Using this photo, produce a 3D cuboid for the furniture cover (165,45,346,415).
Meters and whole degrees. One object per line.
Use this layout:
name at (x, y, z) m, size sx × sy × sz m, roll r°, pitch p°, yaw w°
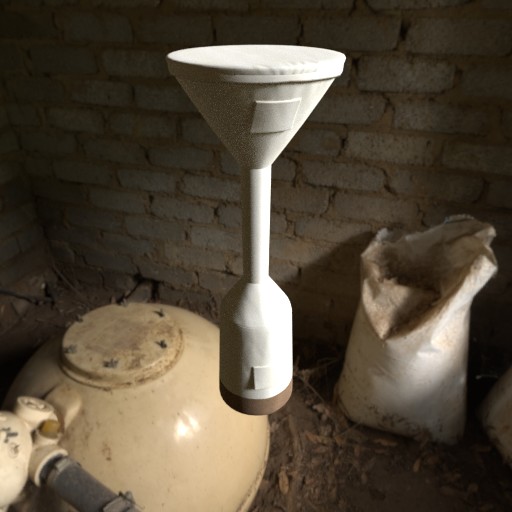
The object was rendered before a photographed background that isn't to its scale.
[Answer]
furniture cover at (0.000, 0.000, 2.887) m, size 0.914 × 2.413 × 0.914 m, roll -10°, pitch 32°, yaw -17°
